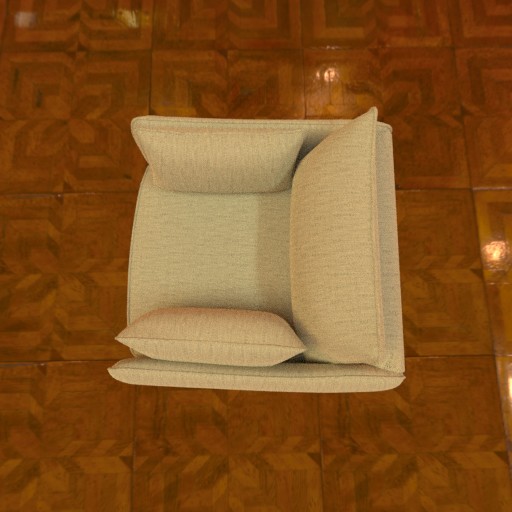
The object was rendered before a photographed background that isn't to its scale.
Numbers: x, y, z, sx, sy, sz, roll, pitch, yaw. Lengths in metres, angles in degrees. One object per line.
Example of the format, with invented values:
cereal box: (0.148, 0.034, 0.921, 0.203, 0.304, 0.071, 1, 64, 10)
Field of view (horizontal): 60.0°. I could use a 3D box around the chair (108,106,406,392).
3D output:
chair: (0.000, 0.000, 1.719, 0.991, 0.855, 0.994, 1, 76, 0)
